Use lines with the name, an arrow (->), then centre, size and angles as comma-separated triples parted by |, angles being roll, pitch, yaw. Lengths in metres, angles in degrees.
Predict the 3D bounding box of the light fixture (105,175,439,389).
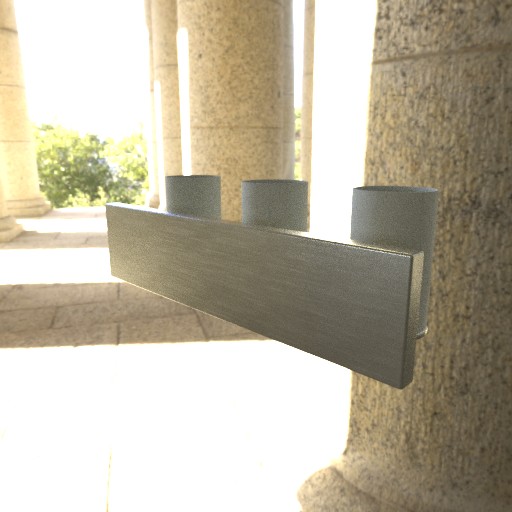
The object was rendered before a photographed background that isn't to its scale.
light fixture -> 0.000, 0.000, 0.526 | 0.451, 0.172, 0.145 | 13, 18, 43
